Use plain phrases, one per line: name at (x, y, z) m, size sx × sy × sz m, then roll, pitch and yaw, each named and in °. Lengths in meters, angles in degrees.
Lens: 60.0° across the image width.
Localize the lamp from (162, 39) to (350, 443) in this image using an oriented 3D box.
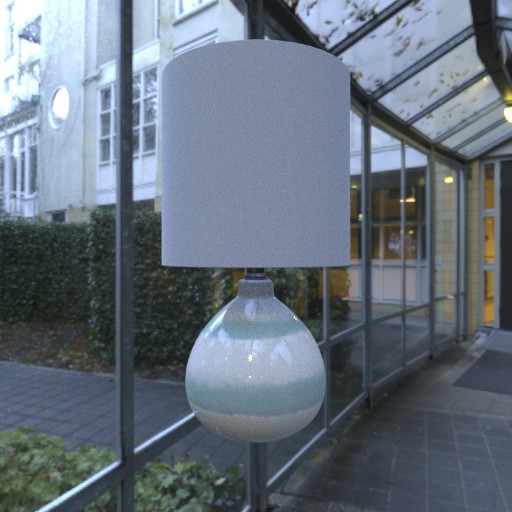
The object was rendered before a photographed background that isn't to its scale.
lamp at (0.000, 0.000, 0.521) m, size 0.217 × 0.404 × 0.217 m, roll 0°, pitch 0°, yaw 35°
